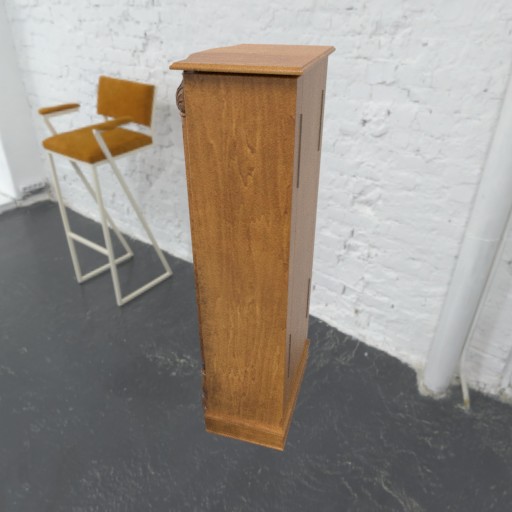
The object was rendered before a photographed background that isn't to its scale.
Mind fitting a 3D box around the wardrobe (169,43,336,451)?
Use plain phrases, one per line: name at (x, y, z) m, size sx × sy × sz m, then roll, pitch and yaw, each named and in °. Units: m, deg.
wardrobe at (0.000, 0.000, 1.145) m, size 0.273 × 0.959 × 0.406 m, roll 8°, pitch 31°, yaw 14°
